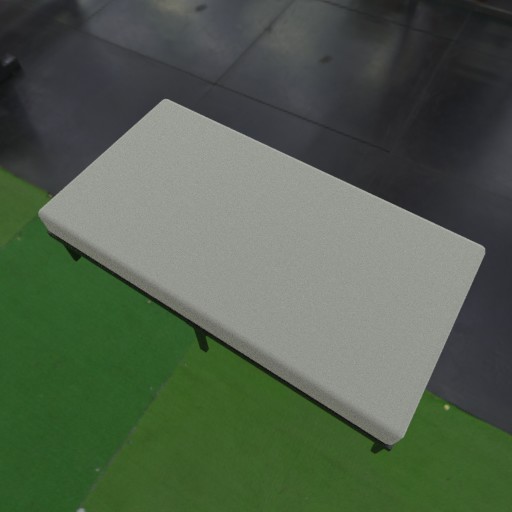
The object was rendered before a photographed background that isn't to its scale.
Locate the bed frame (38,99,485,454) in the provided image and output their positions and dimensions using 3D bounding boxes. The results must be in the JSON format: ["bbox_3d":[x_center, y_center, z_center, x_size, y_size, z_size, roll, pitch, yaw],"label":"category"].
[{"bbox_3d":[0.000,0.000,3.150,2.635,0.680,1.393,29,63,16],"label":"bed frame"}]
